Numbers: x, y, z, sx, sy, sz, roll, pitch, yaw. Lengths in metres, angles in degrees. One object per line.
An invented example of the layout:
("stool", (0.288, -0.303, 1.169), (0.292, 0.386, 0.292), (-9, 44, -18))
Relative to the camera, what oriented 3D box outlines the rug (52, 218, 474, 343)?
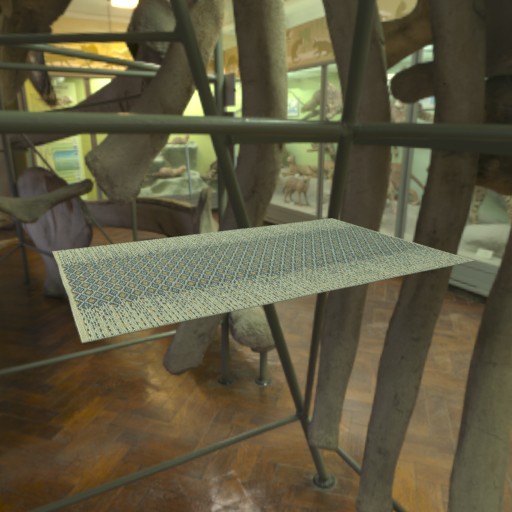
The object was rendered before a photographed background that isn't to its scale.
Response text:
("rug", (0.000, 0.000, 3.029), (2.448, 0.008, 1.541), (-9, 19, -27))
